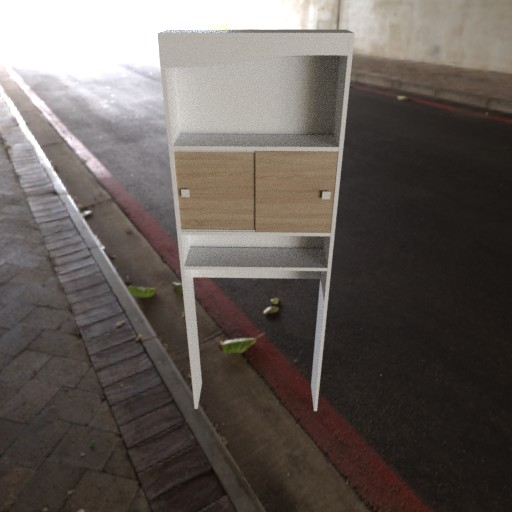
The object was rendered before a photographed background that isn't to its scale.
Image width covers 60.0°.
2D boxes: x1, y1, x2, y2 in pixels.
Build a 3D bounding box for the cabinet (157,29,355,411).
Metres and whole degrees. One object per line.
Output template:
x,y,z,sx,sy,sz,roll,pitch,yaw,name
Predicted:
0.000,0.000,1.953,0.643,1.770,0.192,1,30,1,cabinet
